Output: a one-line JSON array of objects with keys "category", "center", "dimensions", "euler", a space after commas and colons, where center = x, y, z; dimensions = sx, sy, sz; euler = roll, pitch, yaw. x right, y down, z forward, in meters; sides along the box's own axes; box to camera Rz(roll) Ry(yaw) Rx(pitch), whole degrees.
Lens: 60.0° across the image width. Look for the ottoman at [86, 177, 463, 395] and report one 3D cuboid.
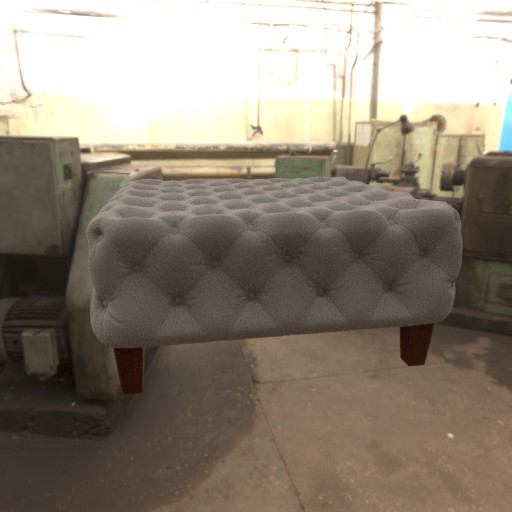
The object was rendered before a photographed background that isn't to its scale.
[{"category": "ottoman", "center": [0.000, 0.000, 1.439], "dimensions": [0.917, 0.439, 0.911], "euler": [-3, 16, -10]}]
